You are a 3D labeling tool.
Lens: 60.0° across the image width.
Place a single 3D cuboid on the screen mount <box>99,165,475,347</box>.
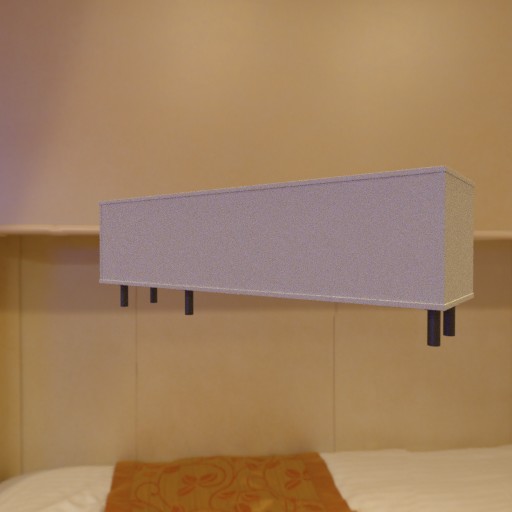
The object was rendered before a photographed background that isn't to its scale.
[{"bbox_3d":[0.000,0.000,1.860,1.600,0.520,0.418,1,1,36],"label":"screen mount"}]
